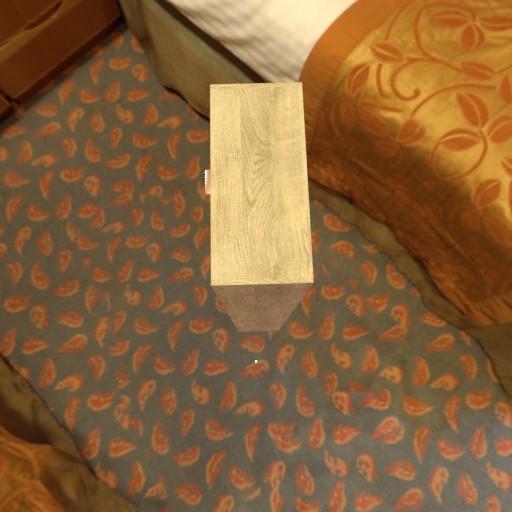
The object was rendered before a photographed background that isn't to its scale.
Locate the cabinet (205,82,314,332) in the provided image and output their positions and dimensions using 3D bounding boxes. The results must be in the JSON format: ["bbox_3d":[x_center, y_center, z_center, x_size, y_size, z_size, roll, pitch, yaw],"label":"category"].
[{"bbox_3d":[0.000,0.000,1.865,0.250,1.630,0.520,-2,77,0],"label":"cabinet"}]
